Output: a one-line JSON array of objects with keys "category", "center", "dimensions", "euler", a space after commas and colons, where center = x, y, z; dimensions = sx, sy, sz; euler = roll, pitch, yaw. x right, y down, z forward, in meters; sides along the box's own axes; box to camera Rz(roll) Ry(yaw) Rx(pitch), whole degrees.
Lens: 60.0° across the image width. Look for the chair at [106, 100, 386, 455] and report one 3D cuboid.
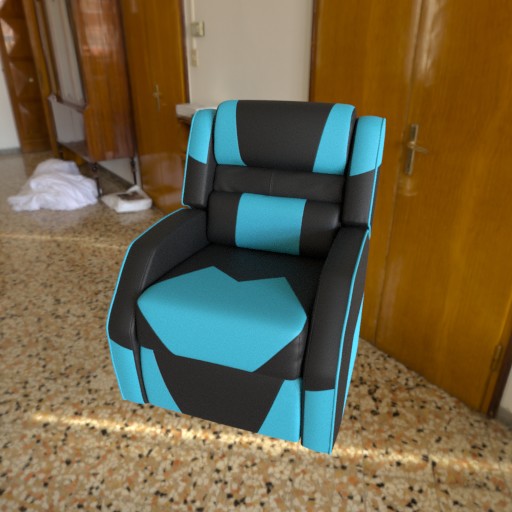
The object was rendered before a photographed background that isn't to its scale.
[{"category": "chair", "center": [0.000, 0.000, 1.301], "dimensions": [0.620, 0.805, 0.672], "euler": [8, 27, 17]}]
